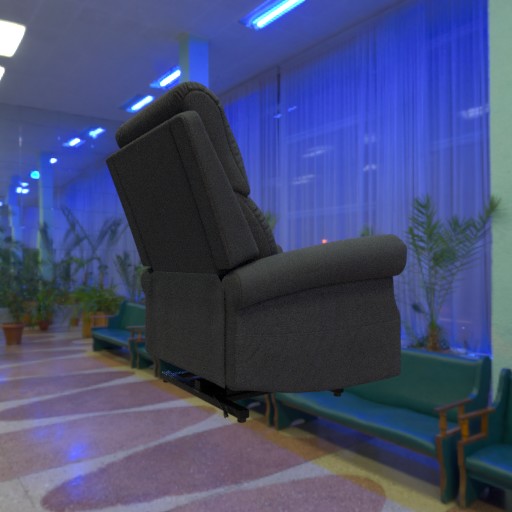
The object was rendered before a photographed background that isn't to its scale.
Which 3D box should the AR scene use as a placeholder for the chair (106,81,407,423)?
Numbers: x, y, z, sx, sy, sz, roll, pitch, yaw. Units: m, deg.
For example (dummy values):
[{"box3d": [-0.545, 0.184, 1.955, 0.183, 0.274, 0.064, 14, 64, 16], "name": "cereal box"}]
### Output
[{"box3d": [0.000, 0.000, 1.749, 0.979, 1.031, 0.871, 0, -1, -36], "name": "chair"}]
